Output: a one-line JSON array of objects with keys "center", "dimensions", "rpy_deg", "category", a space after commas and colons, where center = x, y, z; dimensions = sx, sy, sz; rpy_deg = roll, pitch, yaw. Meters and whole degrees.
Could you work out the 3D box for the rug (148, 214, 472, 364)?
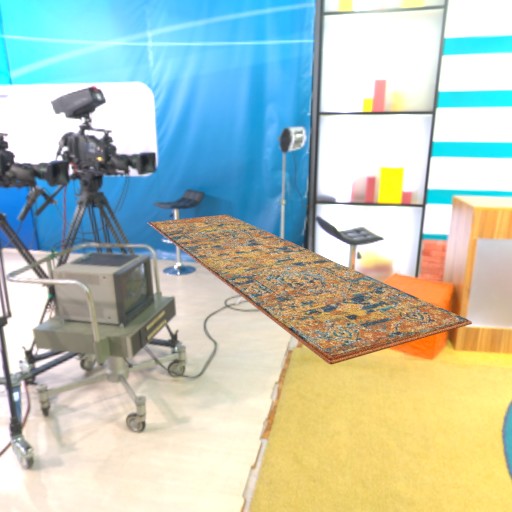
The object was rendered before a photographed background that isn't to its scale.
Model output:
[{"center": [0.000, 0.000, 2.473], "dimensions": [0.651, 0.016, 2.274], "rpy_deg": [-8, 18, -26], "category": "rug"}]
